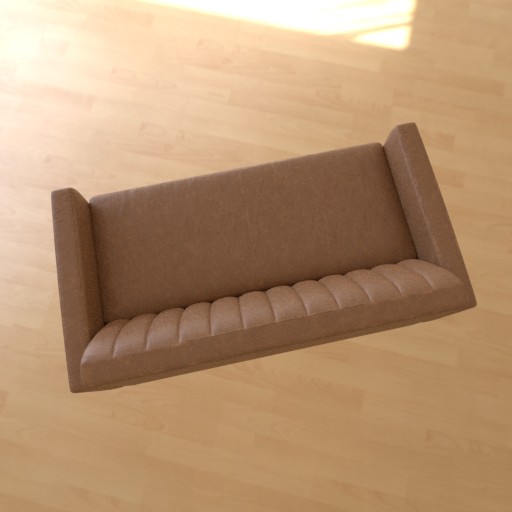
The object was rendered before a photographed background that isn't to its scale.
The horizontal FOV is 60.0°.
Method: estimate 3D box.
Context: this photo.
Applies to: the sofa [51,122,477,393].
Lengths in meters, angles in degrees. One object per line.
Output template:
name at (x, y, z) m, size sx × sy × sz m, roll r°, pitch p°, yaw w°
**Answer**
sofa at (0.000, 0.000, 2.277) m, size 1.847 × 0.821 × 0.993 m, roll -11°, pitch 75°, yaw -3°
